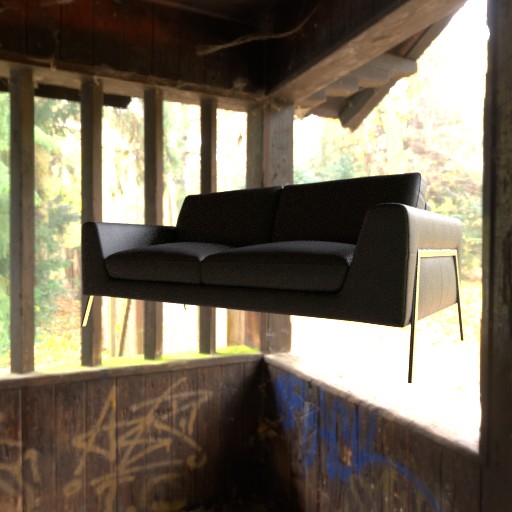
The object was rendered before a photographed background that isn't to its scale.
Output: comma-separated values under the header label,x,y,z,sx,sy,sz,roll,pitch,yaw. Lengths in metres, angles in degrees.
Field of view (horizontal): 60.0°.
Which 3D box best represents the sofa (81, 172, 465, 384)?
label,x,y,z,sx,sy,sz,roll,pitch,yaw
sofa,0.000,0.000,2.519,2.017,0.875,0.953,1,1,36
